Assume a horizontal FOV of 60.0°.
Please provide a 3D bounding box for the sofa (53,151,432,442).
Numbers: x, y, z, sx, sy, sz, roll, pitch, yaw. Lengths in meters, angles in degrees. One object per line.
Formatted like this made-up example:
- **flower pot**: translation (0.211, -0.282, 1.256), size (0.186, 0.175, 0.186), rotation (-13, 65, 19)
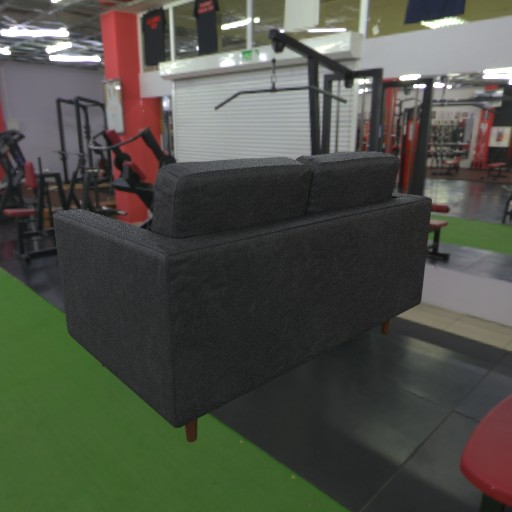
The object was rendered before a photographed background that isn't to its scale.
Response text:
- **sofa**: translation (0.000, 0.000, 1.971), size (1.430, 0.899, 0.879), rotation (-14, 21, -40)
